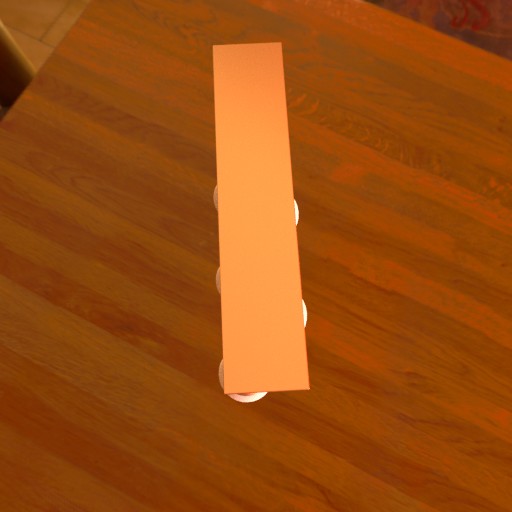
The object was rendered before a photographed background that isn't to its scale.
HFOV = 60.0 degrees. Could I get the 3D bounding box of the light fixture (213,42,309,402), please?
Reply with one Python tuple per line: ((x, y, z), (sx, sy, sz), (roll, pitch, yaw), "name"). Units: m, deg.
((0.000, 0.000, 1.329), (0.299, 0.869, 0.863), (-3, 75, -1), "light fixture")
